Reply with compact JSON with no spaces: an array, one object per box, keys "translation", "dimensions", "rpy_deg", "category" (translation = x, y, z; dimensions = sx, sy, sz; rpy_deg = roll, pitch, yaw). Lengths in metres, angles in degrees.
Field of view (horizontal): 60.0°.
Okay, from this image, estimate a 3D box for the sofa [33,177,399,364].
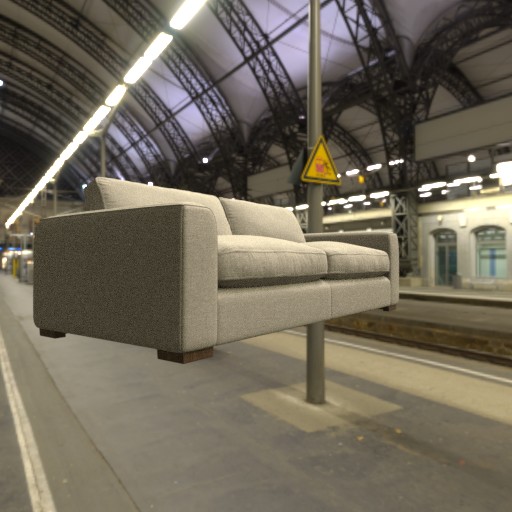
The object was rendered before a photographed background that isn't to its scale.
[{"translation":[0.000,0.000,2.751],"dimensions":[1.070,0.801,2.262],"rpy_deg":[0,-1,37],"category":"sofa"}]
